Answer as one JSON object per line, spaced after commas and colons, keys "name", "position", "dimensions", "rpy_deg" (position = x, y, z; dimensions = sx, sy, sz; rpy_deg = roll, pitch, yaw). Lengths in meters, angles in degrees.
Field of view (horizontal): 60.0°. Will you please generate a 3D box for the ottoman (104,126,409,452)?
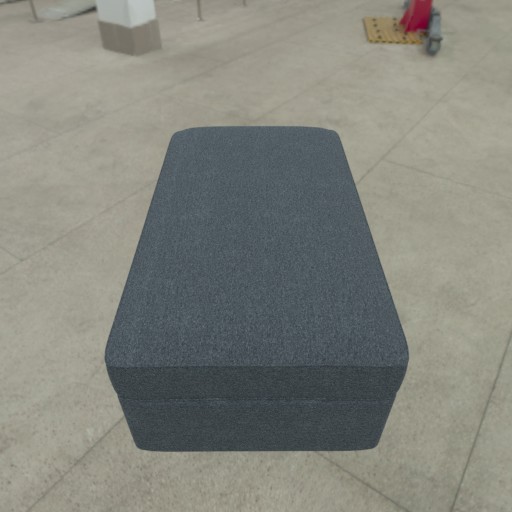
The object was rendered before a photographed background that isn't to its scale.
{"name": "ottoman", "position": [0.000, 0.000, 1.512], "dimensions": [0.681, 0.494, 1.173], "rpy_deg": [0, 41, 0]}
